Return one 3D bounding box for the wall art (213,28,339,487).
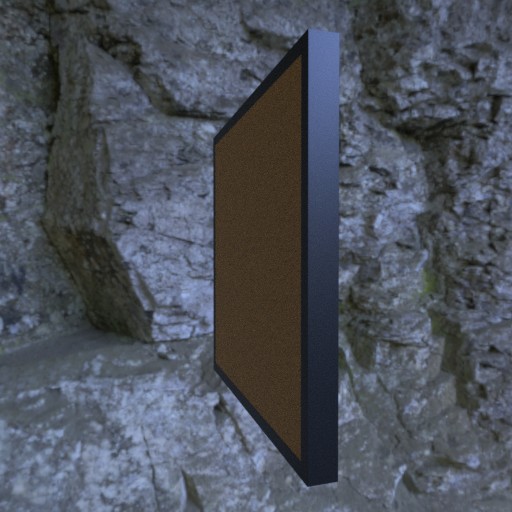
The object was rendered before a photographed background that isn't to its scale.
[{"bbox_3d":[0.000,0.000,0.738,0.038,0.508,0.508,0,1,-17],"label":"wall art"}]
